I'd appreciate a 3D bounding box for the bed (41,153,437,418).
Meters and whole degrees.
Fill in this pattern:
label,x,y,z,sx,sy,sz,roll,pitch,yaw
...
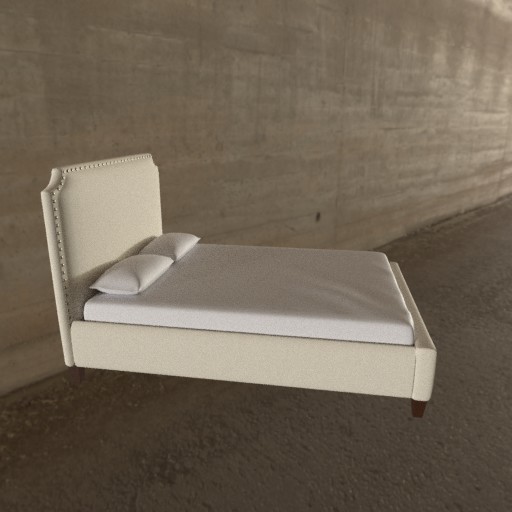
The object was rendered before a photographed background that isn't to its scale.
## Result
label,x,y,z,sx,sy,sz,roll,pitch,yaw
bed,0.000,0.000,3.410,2.372,1.443,1.712,3,17,9
